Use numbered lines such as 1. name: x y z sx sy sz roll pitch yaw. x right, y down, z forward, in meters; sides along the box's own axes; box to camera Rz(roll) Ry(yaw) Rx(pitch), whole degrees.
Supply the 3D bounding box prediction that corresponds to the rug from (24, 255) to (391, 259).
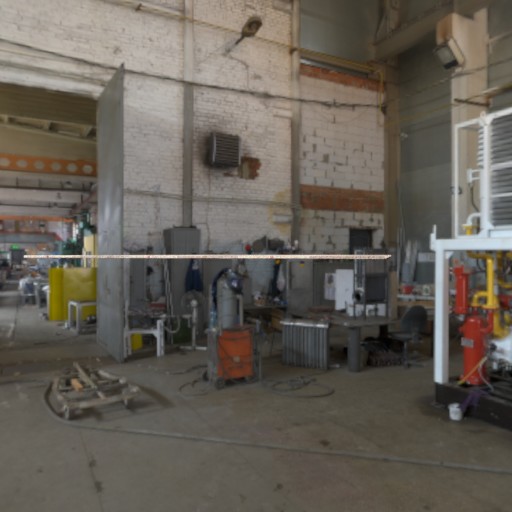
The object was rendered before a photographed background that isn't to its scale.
1. rug: 0.000 0.000 4.020 2.317 0.016 2.959 0 0 17
